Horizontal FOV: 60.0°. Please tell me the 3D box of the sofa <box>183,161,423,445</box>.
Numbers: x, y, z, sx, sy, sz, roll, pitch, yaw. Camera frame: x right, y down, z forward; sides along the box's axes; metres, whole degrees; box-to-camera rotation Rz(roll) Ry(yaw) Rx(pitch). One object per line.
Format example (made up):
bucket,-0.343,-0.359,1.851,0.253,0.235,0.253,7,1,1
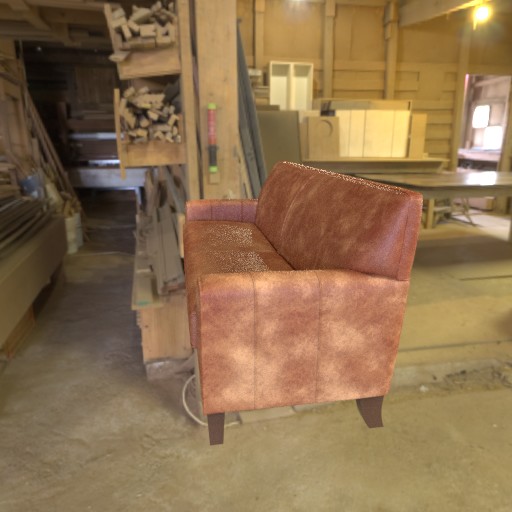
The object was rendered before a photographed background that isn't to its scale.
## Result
sofa,0.000,0.000,2.511,0.805,0.947,2.053,-3,15,-10
